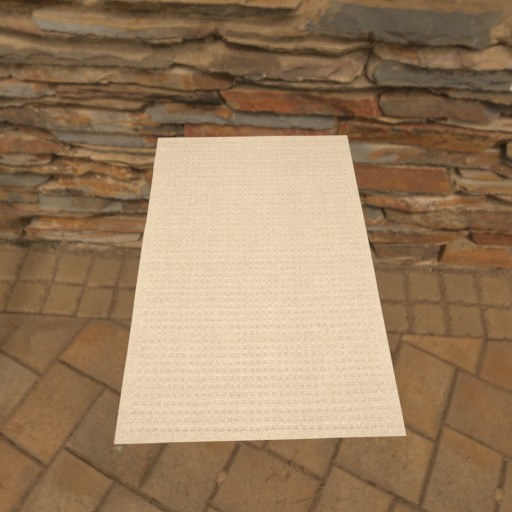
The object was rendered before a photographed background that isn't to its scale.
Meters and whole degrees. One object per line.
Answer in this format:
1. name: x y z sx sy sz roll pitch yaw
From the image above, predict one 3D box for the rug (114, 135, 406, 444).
1. rug: 0.000 0.000 2.929 1.523 0.006 2.289 -1 57 -1
